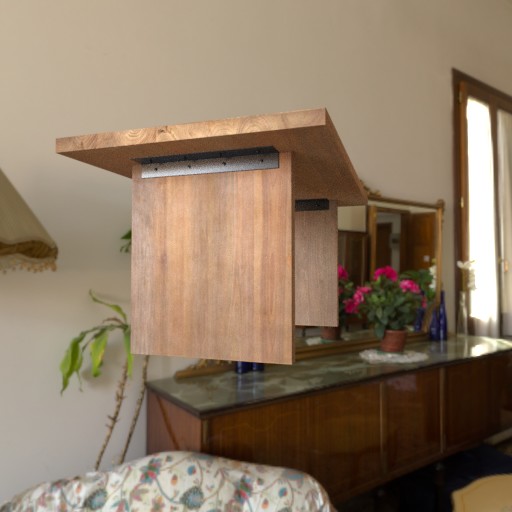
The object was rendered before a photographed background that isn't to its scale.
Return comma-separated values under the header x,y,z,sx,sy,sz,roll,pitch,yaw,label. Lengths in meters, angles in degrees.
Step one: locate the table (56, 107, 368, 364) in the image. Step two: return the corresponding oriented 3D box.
x,y,z,sx,sy,sz,roll,pitch,yaw,label
0.000,0.000,2.152,0.946,0.780,1.609,-1,-2,18,table
